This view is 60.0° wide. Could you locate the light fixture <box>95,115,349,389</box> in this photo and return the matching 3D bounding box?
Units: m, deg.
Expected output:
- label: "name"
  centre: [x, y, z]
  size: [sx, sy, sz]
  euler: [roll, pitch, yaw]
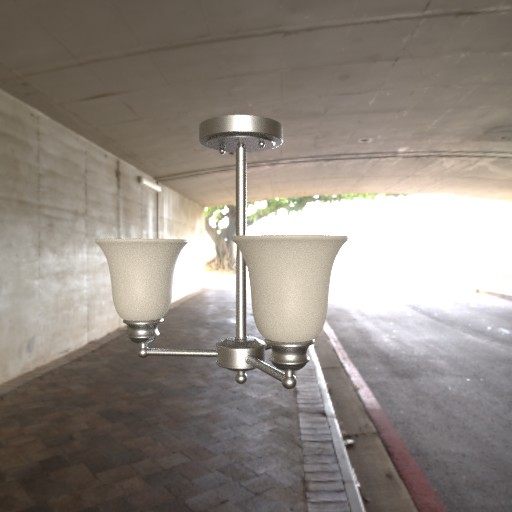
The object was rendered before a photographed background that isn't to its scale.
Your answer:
- label: "light fixture"
  centre: [0.000, 0.000, 0.671]
  size: [0.388, 0.370, 0.354]
  euler: [0, 1, 36]
